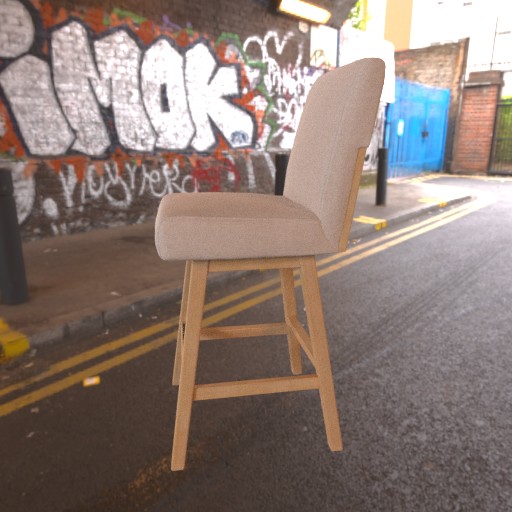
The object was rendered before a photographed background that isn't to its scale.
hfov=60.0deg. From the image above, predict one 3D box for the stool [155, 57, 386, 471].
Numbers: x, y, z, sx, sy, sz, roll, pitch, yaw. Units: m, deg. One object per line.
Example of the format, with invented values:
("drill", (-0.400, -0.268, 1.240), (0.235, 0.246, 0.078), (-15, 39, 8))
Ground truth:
("stool", (0.000, 0.000, 1.264), (0.543, 1.015, 0.446), (-3, 15, -10))
